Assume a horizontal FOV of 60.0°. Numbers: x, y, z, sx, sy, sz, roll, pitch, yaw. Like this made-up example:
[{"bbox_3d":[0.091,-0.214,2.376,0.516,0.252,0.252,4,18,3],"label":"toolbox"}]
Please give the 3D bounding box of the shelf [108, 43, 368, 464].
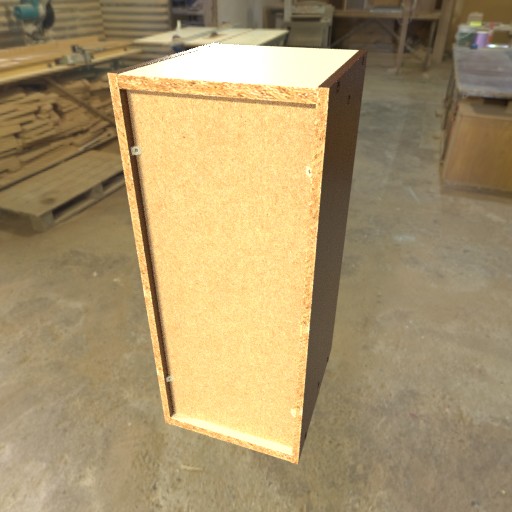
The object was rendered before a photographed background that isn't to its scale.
[{"bbox_3d":[0.000,0.000,0.734,0.253,0.600,0.290,10,33,16],"label":"shelf"}]
